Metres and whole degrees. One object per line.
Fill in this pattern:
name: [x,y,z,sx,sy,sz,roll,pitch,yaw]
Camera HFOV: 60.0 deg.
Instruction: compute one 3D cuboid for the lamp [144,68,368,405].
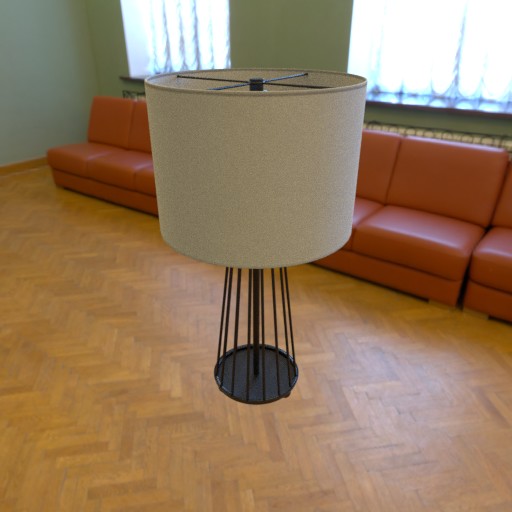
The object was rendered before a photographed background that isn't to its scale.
lamp: [0.000,0.000,0.789,0.322,0.593,0.322,17,32,30]
